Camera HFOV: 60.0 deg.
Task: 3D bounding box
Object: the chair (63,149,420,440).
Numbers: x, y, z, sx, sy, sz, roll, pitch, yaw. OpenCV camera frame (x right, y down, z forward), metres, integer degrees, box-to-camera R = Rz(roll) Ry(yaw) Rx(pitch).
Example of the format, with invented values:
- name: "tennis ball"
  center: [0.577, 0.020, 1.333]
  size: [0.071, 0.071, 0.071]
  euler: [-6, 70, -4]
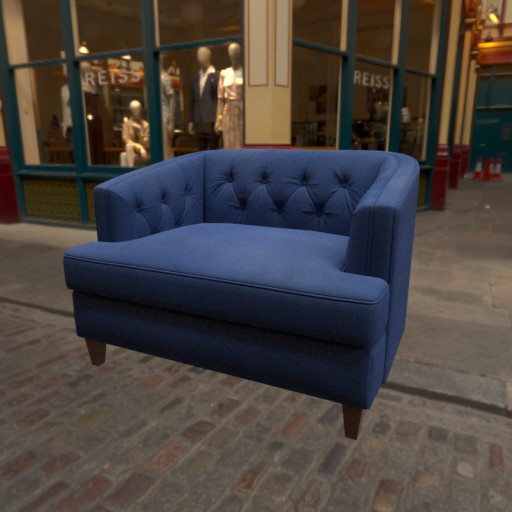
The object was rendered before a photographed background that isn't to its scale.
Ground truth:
- name: "chair"
  center: [0.000, 0.000, 1.728]
  size: [1.118, 0.787, 0.914]
  euler: [7, 16, 25]
